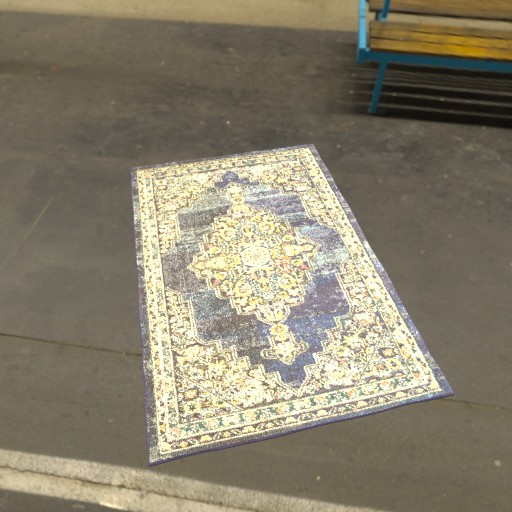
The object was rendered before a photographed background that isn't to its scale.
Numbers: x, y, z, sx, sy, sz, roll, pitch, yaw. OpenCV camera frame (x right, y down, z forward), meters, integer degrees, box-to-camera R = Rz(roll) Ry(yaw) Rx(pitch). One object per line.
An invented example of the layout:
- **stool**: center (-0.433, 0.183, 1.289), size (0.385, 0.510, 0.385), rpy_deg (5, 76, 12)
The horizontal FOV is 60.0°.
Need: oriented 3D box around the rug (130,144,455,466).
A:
- **rug**: center (0.000, 0.000, 2.218), size (1.184, 0.012, 1.781), rpy_deg (-10, 48, -9)
